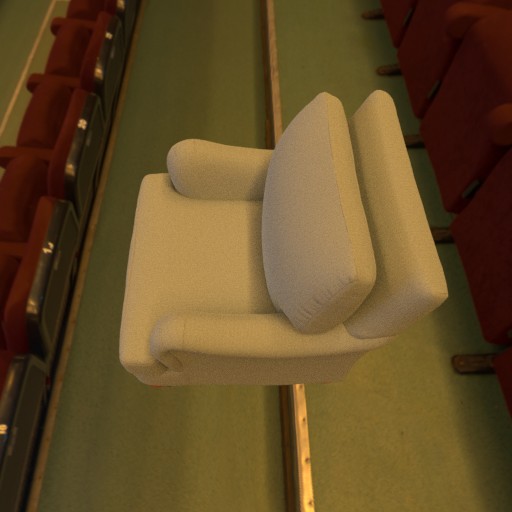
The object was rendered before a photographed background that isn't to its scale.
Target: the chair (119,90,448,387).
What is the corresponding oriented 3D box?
[{"bbox_3d":[0.000,0.000,1.848,1.070,1.038,0.955,-2,59,-1],"label":"chair"}]
